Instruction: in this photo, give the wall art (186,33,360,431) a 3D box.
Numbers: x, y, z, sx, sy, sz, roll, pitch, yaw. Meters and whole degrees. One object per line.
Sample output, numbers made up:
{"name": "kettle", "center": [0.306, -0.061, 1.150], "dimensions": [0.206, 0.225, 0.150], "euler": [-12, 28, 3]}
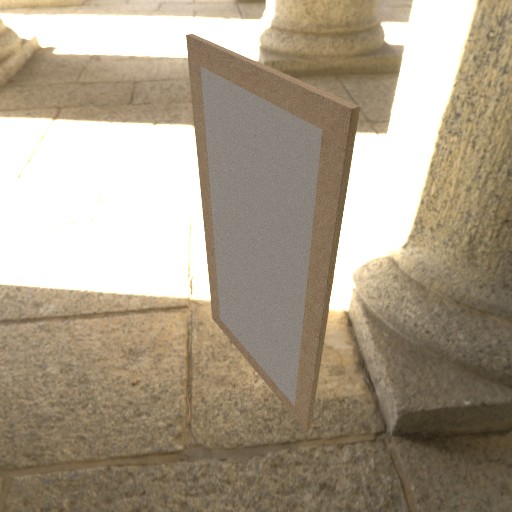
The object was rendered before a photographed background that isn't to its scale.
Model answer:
{"name": "wall art", "center": [0.000, 0.000, 0.822], "dimensions": [0.013, 0.683, 0.381], "euler": [-24, 46, -26]}
